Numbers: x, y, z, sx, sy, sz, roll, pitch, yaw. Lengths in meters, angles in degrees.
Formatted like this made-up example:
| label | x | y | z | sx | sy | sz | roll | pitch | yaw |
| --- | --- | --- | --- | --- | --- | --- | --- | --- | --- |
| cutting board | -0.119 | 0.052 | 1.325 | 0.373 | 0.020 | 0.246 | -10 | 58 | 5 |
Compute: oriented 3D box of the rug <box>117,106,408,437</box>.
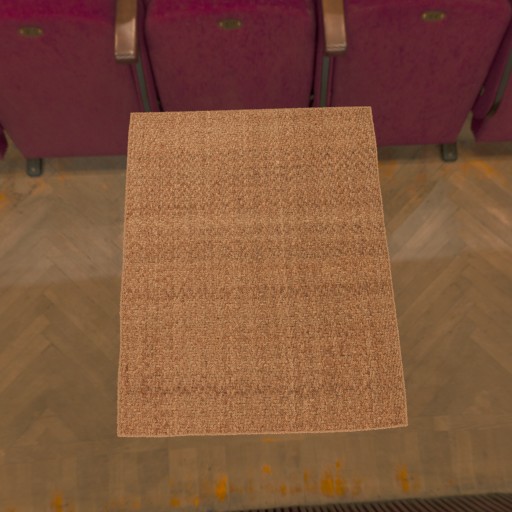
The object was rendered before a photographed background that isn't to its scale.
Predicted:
| label | x | y | z | sx | sy | sz | roll | pitch | yaw |
| --- | --- | --- | --- | --- | --- | --- | --- | --- | --- |
| rug | 0.000 | 0.000 | 4.039 | 2.439 | 0.013 | 3.048 | -2 | 75 | -1 |
